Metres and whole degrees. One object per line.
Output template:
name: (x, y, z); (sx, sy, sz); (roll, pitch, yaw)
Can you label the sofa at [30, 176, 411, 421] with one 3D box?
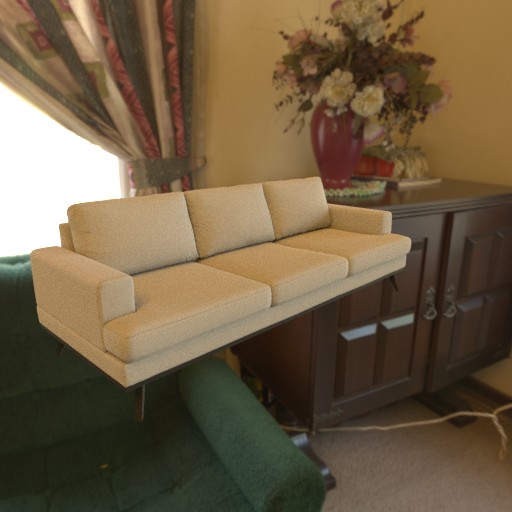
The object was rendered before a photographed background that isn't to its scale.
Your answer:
sofa: (0.000, 0.000, 2.727); (0.920, 0.810, 2.310); (15, 21, 43)
